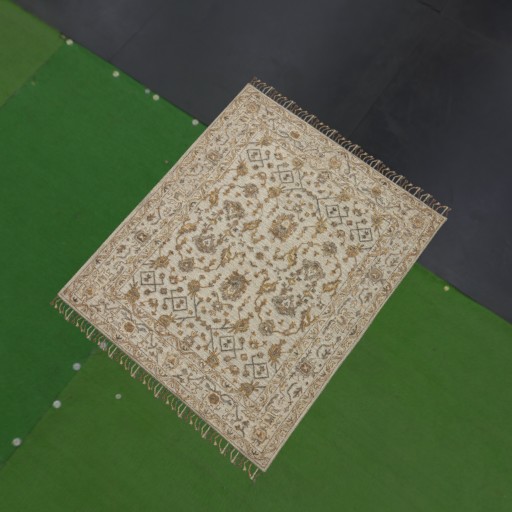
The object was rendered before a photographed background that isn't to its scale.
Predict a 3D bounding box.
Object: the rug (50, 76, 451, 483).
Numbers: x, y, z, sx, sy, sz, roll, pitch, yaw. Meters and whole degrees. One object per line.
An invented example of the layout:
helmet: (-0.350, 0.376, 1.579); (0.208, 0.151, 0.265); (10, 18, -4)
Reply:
rug: (0.000, 0.000, 4.143); (2.426, 0.034, 3.061); (37, 79, 9)
